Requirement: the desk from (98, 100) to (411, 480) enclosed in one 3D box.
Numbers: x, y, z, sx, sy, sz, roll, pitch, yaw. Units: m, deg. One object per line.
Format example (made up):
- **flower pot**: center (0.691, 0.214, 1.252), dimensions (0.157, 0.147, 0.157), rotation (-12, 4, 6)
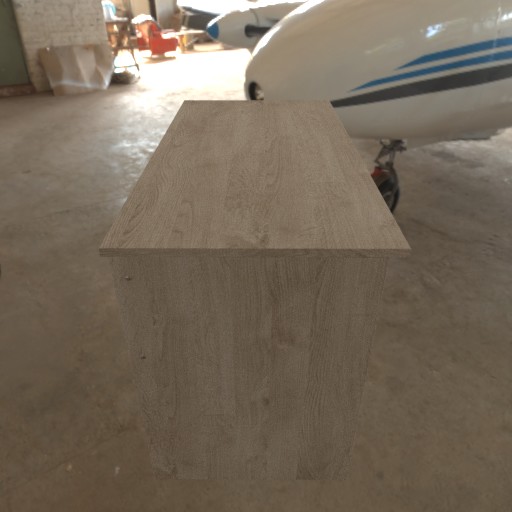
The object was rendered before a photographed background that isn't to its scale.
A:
- **desk**: center (0.000, 0.000, 1.450), dimensions (0.560, 0.730, 1.096), rotation (0, 33, 0)
